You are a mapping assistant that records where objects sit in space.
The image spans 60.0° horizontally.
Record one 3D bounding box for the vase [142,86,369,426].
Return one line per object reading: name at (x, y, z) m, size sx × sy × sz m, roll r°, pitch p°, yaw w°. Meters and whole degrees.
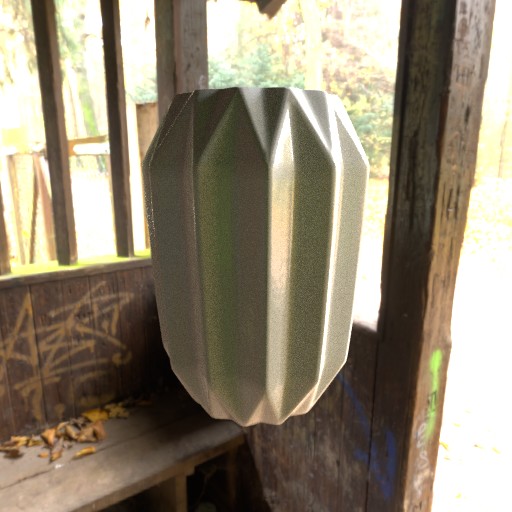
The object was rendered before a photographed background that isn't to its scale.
vase at (0.000, 0.000, 0.403) m, size 0.195 × 0.275 × 0.195 m, roll 0°, pitch 14°, yaw 0°
